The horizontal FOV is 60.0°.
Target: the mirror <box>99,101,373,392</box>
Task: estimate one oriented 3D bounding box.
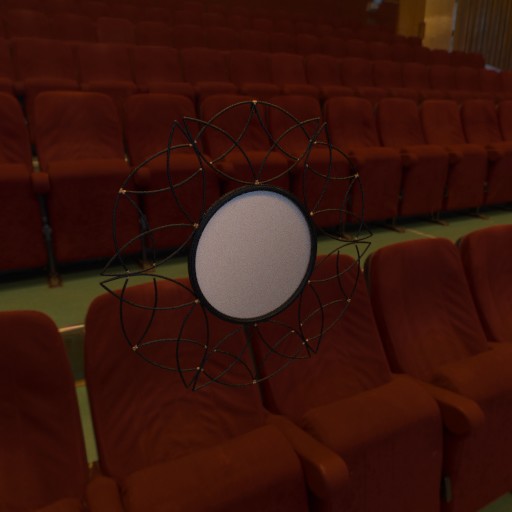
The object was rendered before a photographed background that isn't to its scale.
[{"bbox_3d":[0.000,0.000,1.171,0.797,0.775,0.028,-9,19,-27],"label":"mirror"}]
